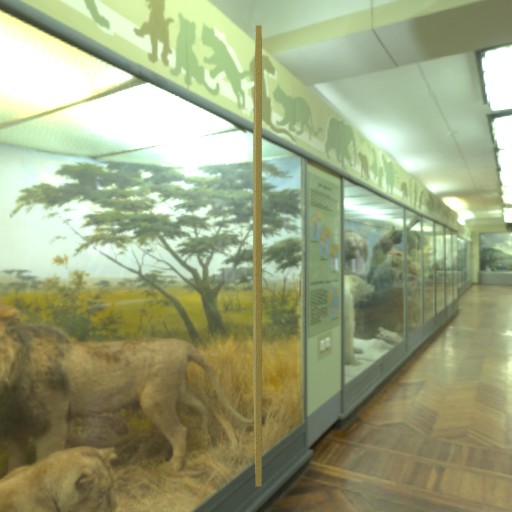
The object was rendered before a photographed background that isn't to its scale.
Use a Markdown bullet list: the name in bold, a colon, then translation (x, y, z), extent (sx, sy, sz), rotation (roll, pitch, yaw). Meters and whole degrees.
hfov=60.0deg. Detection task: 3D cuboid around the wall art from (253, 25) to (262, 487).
- **wall art**: translation (0.000, 0.000, 1.403), extent (0.013, 0.959, 0.962), rotation (0, 0, -1)
